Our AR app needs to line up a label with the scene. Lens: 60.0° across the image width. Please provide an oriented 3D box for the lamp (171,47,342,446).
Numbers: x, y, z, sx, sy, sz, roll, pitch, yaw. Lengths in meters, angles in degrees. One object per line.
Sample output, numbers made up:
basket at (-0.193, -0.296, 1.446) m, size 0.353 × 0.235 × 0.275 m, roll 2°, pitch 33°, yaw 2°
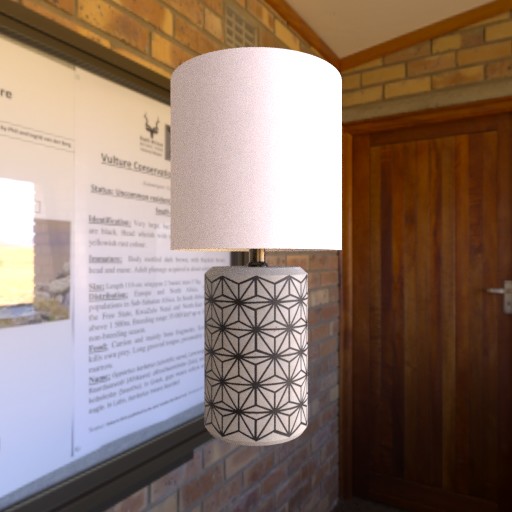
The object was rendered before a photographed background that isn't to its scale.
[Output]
lamp at (0.000, 0.000, 0.544) m, size 0.206 × 0.416 × 0.206 m, roll 0°, pitch 0°, yaw 0°
